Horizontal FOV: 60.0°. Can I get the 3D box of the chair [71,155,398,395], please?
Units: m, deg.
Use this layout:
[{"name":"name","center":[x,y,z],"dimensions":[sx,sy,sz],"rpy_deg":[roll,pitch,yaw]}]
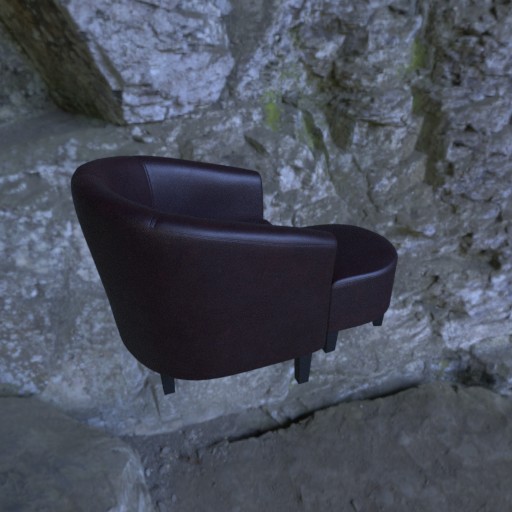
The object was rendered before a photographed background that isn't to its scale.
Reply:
[{"name":"chair","center":[0.000,0.000,1.659],"dimensions":[1.176,0.755,0.737],"rpy_deg":[-10,30,-18]}]
